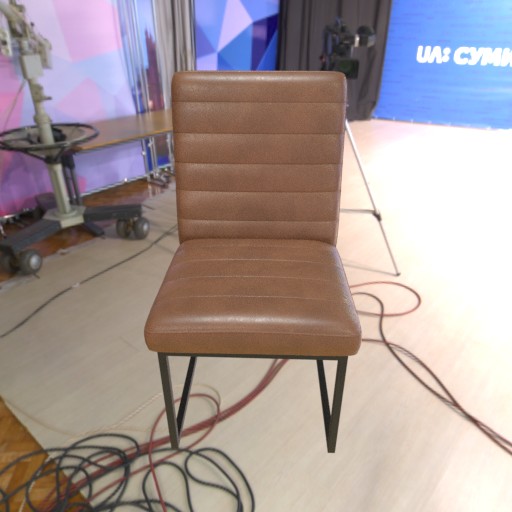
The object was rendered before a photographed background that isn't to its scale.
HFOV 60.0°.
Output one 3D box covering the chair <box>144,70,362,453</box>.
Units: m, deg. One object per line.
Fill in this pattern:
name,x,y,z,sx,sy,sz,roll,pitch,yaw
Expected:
chair,0.000,0.000,1.280,0.520,0.930,0.634,1,30,2
